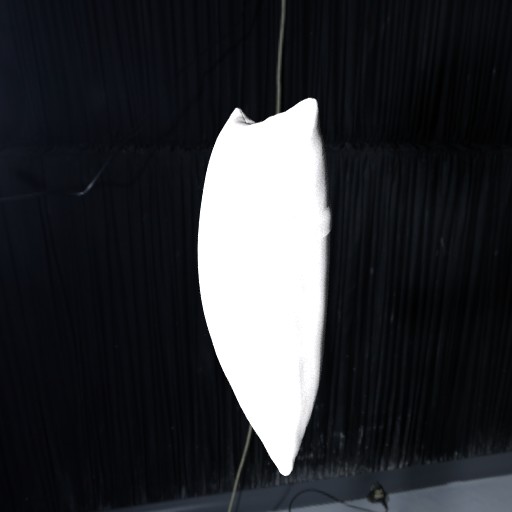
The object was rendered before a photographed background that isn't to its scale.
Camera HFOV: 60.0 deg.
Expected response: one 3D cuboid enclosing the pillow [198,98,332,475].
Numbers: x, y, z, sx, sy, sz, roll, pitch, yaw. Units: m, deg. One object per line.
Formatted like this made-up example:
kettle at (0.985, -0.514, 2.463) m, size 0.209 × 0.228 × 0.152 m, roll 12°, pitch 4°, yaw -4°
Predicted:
pillow at (0.000, 0.000, 0.675) m, size 0.173 × 0.436 × 0.433 m, roll -3°, pitch 18°, yaw -11°
